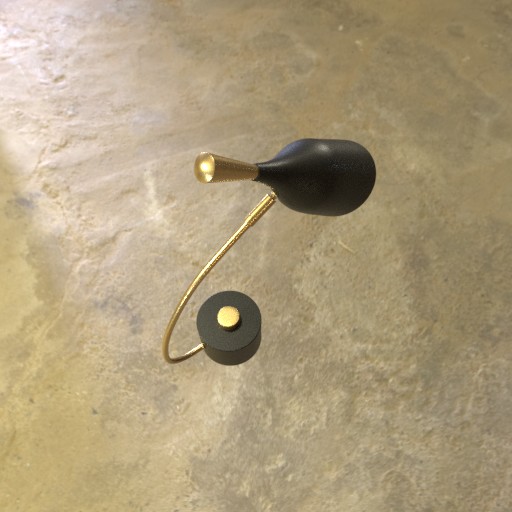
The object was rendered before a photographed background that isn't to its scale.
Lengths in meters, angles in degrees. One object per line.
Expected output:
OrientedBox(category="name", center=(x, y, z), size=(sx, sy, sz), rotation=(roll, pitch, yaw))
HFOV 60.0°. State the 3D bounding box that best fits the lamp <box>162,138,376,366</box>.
OrientedBox(category="lamp", center=(0.000, 0.000, 0.620), size=(0.352, 0.464, 0.110), rotation=(-32, 65, -17))
